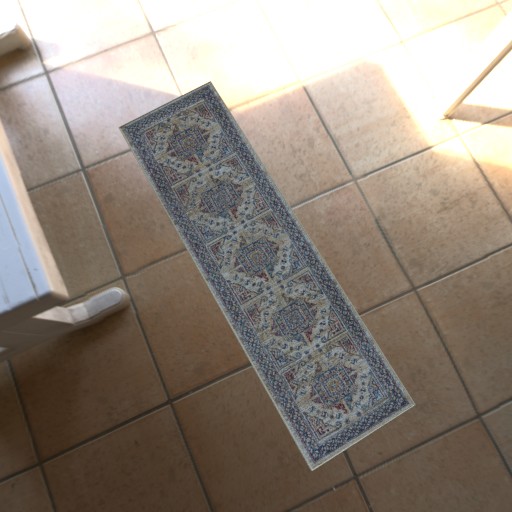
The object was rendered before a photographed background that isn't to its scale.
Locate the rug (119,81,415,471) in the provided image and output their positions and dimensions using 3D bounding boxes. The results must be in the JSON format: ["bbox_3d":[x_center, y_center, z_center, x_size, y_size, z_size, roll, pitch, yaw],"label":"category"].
[{"bbox_3d":[0.000,0.000,2.587,0.661,0.013,2.297,-29,78,-7],"label":"rug"}]
